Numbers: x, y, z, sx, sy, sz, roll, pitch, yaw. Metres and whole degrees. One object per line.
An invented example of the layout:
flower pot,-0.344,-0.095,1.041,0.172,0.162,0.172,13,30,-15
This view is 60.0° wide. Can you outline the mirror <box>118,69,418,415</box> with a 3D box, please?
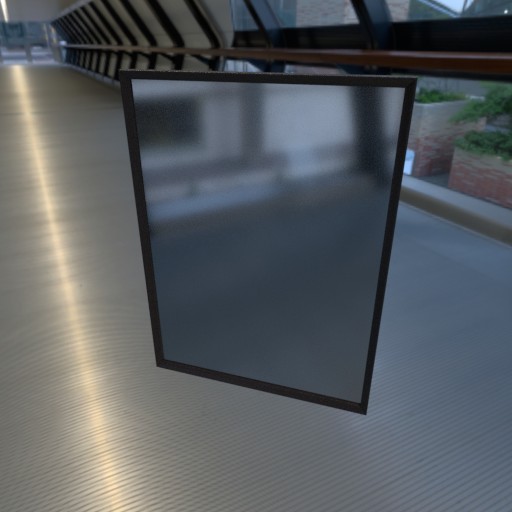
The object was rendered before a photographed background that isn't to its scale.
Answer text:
mirror,0.000,0.000,1.325,0.762,1.016,0.041,8,28,16
